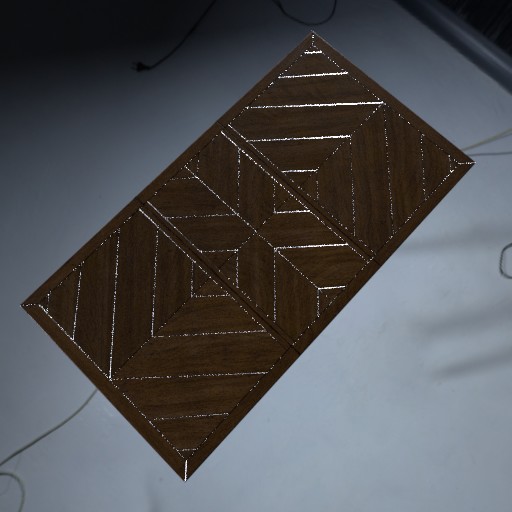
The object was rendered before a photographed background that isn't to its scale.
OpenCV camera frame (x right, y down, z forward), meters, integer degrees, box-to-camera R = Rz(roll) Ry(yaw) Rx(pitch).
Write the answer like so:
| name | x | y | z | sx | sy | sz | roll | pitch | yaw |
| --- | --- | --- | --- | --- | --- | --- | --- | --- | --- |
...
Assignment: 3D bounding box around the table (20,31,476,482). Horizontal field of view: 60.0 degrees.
| name | x | y | z | sx | sy | sz | roll | pitch | yaw |
| --- | --- | --- | --- | --- | --- | --- | --- | --- | --- |
| table | 0.000 | 0.000 | 1.841 | 0.757 | 0.760 | 1.400 | 43 | 81 | 9 |
